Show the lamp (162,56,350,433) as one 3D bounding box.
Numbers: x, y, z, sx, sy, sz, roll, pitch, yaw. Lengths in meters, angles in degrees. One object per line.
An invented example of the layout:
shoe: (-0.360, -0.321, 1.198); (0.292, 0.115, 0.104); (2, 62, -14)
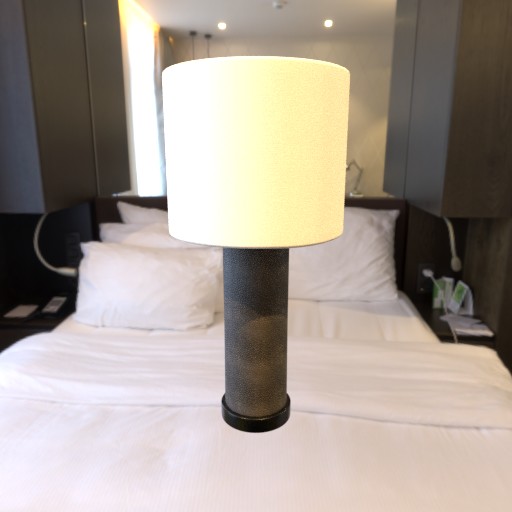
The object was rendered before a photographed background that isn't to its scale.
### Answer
lamp: (0.000, 0.000, 0.804); (0.305, 0.634, 0.305); (-6, 15, -26)
